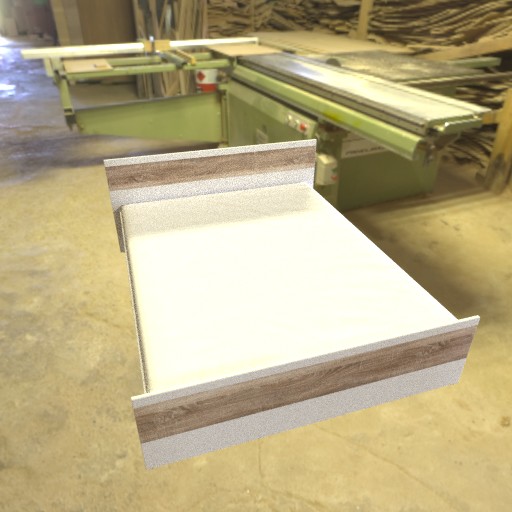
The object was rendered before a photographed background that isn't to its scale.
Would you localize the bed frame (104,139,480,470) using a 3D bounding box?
[{"bbox_3d":[0.000,0.000,2.892,1.720,0.800,2.060,-9,33,-15],"label":"bed frame"}]
